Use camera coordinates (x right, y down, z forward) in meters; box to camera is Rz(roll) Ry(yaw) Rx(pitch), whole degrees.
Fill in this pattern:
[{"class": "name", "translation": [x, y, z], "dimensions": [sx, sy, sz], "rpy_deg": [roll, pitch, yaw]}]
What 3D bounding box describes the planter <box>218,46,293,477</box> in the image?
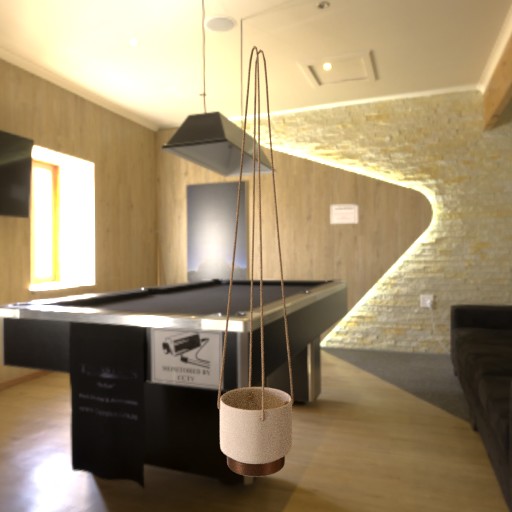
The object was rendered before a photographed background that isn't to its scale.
[{"class": "planter", "translation": [0.000, 0.000, 0.896], "dimensions": [0.146, 0.841, 0.146], "rpy_deg": [1, 1, 35]}]
